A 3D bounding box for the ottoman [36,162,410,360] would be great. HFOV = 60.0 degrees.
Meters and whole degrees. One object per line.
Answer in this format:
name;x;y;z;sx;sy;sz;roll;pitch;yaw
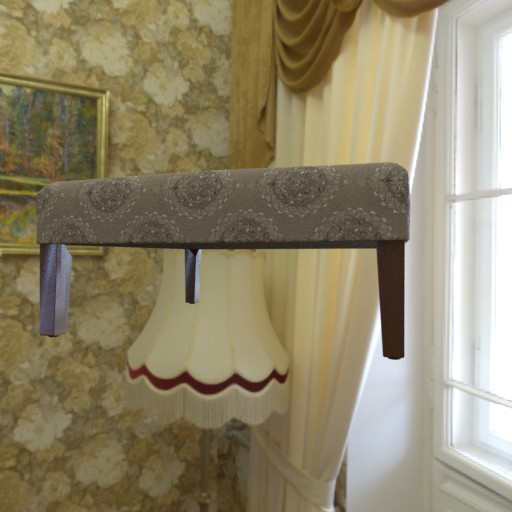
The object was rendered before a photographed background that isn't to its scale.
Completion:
ottoman;0.000;0.000;1.400;0.890;0.411;0.889;0;0;17
